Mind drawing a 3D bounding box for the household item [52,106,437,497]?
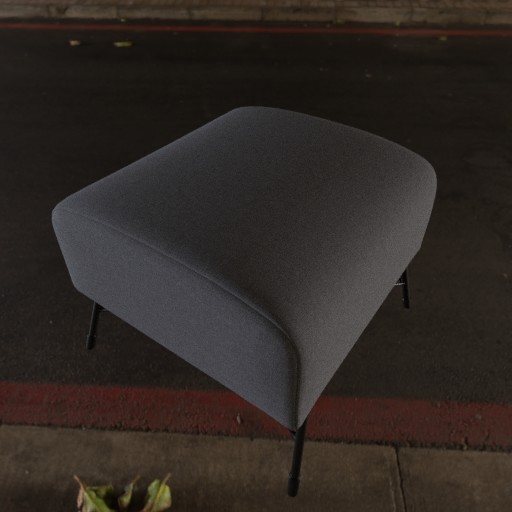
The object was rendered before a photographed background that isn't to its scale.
[{"bbox_3d":[0.000,0.000,0.869,0.530,0.410,0.530,25,46,26],"label":"household item"}]
